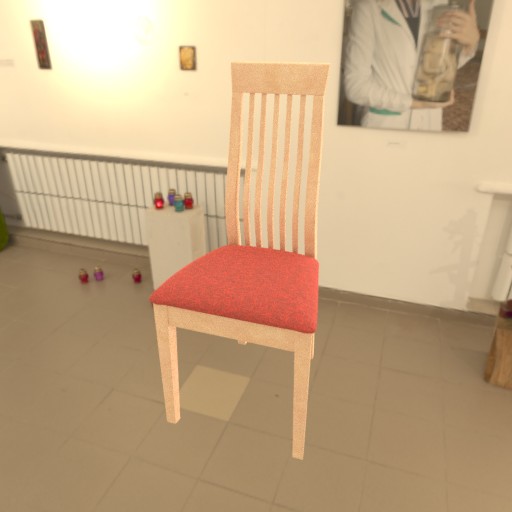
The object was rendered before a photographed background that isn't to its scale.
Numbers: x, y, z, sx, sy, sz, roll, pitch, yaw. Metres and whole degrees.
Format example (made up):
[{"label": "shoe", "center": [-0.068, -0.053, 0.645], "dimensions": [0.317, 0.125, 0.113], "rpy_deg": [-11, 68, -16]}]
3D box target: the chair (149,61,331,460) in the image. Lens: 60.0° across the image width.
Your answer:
[{"label": "chair", "center": [0.000, 0.000, 1.303], "dimensions": [0.460, 1.027, 0.474], "rpy_deg": [9, 28, 17]}]
